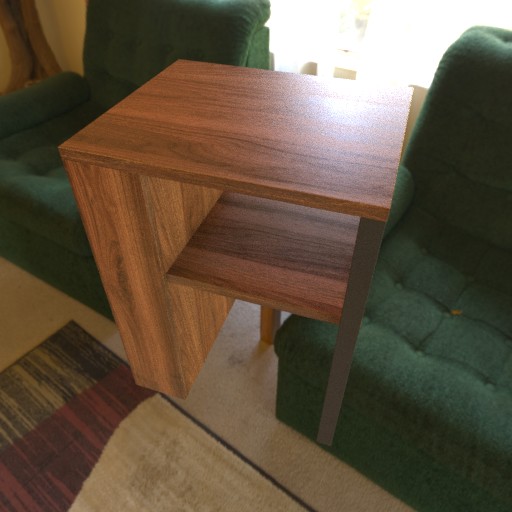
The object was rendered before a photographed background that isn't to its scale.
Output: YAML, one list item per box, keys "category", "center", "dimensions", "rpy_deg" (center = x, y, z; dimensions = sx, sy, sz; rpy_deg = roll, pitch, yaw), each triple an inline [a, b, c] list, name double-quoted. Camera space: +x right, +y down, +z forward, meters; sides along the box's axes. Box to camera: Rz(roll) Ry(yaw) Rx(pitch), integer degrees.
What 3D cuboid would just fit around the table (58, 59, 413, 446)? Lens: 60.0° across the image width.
- category: "table"
  center: [0.000, 0.000, 1.554]
  dimensions: [0.786, 1.041, 0.660]
  rpy_deg: [13, 44, 14]
